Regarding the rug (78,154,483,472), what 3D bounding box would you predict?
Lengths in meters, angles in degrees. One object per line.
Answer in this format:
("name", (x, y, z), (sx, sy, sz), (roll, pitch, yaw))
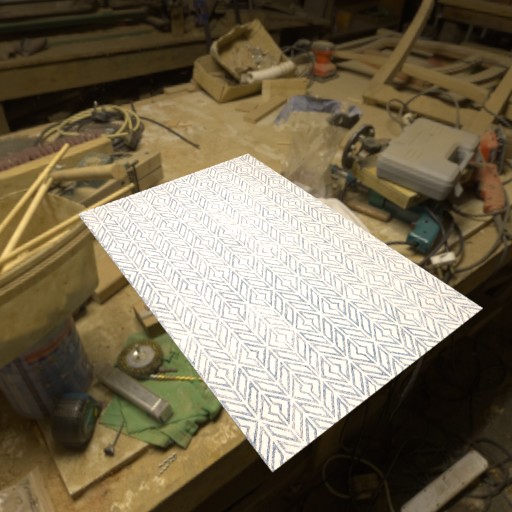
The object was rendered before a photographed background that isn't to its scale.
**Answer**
("rug", (0.000, 0.000, 2.298), (1.220, 0.008, 1.824), (-26, 47, -27))
